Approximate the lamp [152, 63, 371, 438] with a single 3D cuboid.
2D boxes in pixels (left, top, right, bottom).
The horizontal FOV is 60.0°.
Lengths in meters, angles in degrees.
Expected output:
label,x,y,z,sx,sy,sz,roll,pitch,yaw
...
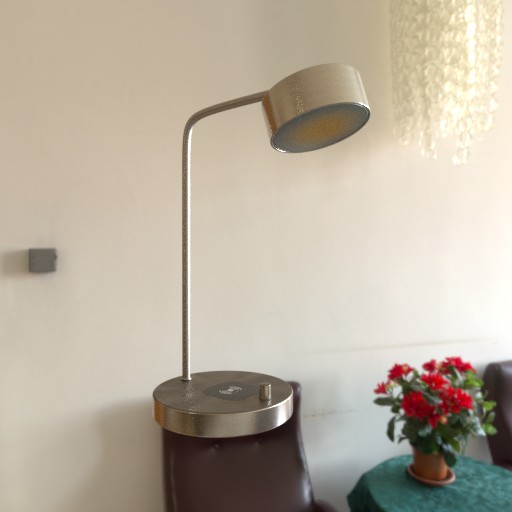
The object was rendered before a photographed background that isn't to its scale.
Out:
label,x,y,z,sx,sy,sz,roll,pitch,yaw
lamp,0.000,0.000,0.639,0.334,0.469,0.211,0,0,36
